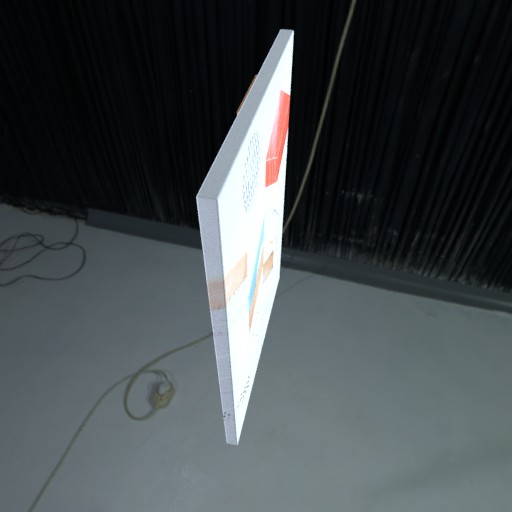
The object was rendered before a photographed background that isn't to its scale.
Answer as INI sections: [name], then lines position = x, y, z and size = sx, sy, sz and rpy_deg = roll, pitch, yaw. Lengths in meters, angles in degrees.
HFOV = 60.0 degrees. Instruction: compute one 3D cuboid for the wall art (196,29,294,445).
[wall art]
position = 0.000, 0.000, 1.095
size = 0.036, 0.848, 0.613
rpy_deg = 9, 47, 9
